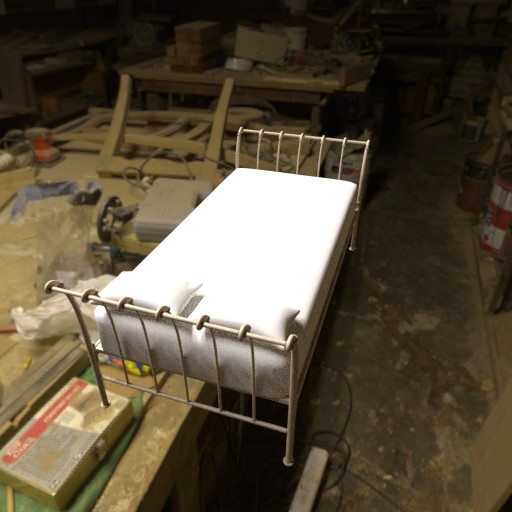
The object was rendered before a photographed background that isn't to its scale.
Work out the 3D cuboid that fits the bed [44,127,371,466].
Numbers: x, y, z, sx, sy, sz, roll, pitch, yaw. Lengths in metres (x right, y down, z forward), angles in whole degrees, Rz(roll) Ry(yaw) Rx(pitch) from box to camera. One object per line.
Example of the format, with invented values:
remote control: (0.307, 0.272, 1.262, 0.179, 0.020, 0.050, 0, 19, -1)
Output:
bed: (0.000, 0.000, 2.708, 1.032, 0.873, 2.228, 10, 34, 16)
